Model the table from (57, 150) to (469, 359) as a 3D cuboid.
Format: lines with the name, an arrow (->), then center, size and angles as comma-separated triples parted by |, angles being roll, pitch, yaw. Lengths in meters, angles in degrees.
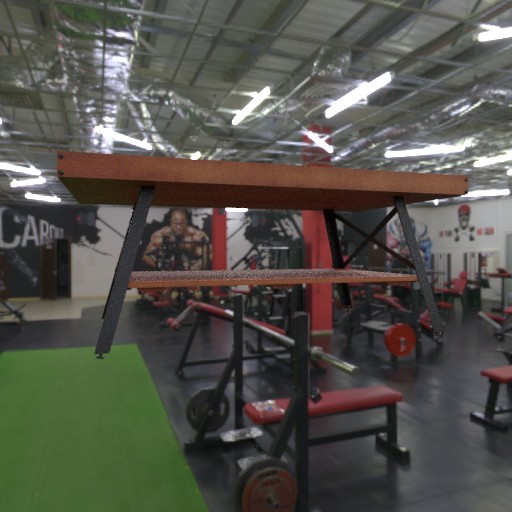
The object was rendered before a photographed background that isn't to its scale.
table -> 0.000, 0.000, 1.383 | 1.067, 0.457, 0.610 | 0, 1, -18
